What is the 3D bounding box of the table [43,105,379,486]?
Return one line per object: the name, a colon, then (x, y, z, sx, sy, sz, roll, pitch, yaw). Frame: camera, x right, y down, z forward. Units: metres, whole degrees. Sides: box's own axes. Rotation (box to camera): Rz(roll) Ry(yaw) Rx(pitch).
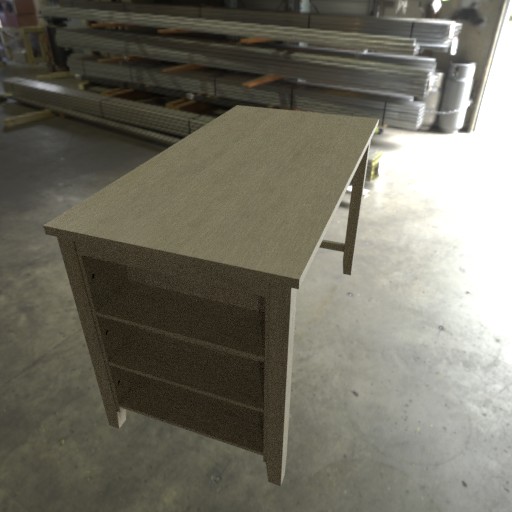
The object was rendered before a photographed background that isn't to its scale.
table: (0.000, 0.000, 1.897, 0.729, 0.874, 1.397, 11, 34, 17)
